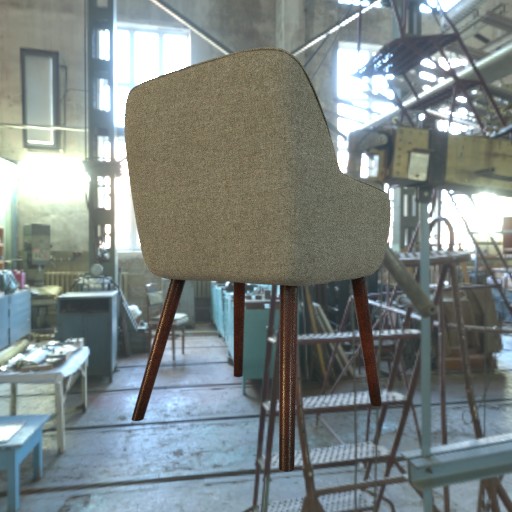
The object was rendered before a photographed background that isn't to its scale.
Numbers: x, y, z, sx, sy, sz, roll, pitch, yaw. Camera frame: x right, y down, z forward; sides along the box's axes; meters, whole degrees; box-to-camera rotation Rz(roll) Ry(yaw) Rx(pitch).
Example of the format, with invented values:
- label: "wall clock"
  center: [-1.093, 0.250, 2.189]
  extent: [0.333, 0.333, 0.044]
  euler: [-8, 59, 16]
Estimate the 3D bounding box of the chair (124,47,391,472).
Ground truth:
- label: "chair"
  center: [0.000, 0.000, 1.132]
  extent: [0.543, 0.803, 0.519]
  euler: [1, 1, 35]
